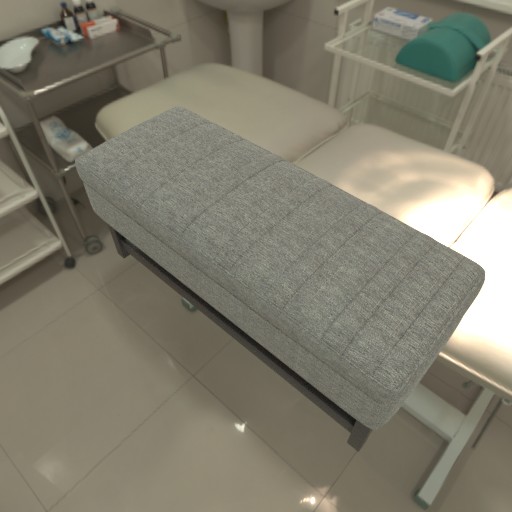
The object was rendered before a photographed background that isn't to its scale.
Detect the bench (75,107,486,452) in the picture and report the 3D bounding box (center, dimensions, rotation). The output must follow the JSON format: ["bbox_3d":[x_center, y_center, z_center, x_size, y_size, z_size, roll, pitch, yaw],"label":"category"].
[{"bbox_3d":[0.000,0.000,1.301,1.100,0.470,0.429,34,57,26],"label":"bench"}]
